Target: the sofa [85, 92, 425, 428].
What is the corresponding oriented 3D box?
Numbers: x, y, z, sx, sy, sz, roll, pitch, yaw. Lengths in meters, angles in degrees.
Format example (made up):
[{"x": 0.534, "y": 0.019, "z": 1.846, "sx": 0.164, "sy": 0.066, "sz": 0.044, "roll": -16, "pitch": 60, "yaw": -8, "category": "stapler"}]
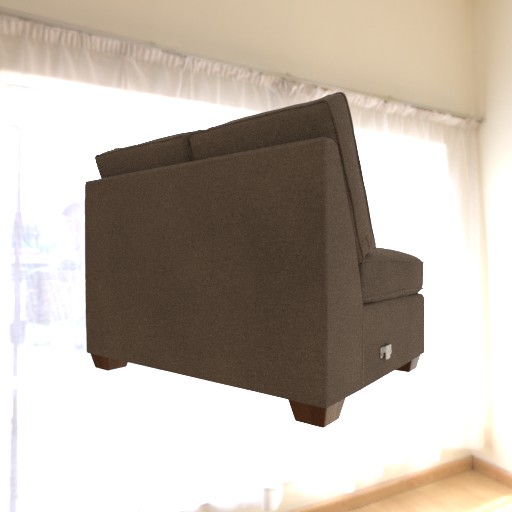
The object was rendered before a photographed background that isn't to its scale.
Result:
[{"x": 0.000, "y": 0.000, "z": 1.991, "sx": 1.237, "sy": 1.008, "sz": 0.951, "roll": 0, "pitch": 0, "yaw": 38, "category": "sofa"}]
